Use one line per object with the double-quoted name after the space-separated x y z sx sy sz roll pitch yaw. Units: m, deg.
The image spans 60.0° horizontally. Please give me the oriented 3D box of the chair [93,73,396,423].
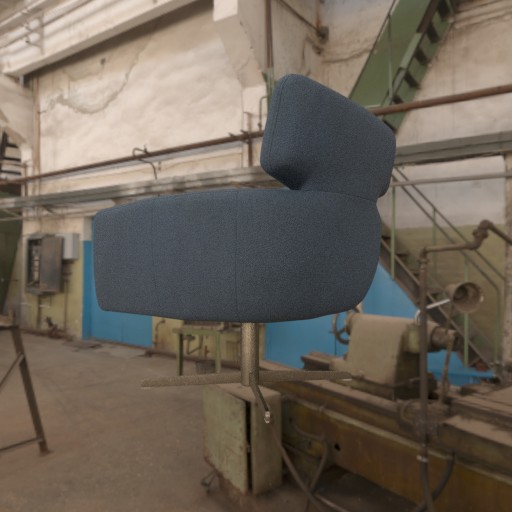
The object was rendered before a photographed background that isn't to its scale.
0.000 0.000 1.393 0.761 0.813 0.738 0 0 37 "chair"
